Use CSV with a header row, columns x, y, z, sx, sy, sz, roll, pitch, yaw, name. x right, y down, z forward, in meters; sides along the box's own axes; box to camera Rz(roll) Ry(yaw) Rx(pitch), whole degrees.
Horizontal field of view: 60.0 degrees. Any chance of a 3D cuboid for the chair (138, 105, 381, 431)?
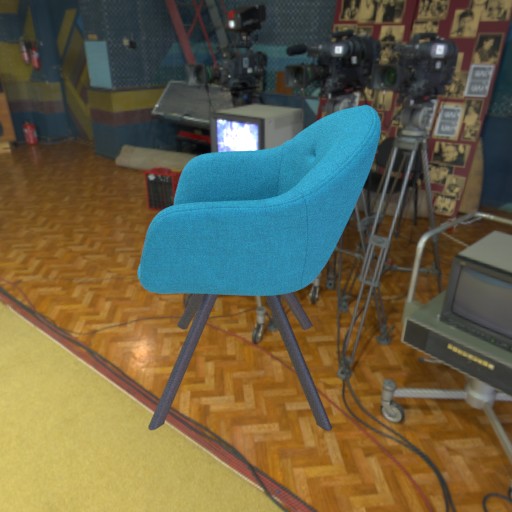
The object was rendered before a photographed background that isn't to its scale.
x,y,z,sx,sy,sz,roll,pitch,yaw,name
0.000,0.000,1.206,0.565,0.775,0.545,0,26,0,chair
